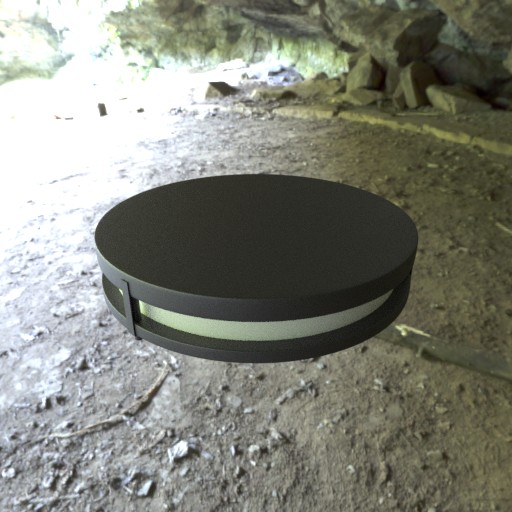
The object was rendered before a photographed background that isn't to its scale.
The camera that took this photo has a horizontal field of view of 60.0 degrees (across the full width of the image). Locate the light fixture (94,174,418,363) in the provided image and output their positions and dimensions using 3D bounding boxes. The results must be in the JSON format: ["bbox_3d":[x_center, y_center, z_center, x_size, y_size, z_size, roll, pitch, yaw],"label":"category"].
[{"bbox_3d":[0.000,0.000,0.531,0.356,0.102,0.356,0,26,0],"label":"light fixture"}]
